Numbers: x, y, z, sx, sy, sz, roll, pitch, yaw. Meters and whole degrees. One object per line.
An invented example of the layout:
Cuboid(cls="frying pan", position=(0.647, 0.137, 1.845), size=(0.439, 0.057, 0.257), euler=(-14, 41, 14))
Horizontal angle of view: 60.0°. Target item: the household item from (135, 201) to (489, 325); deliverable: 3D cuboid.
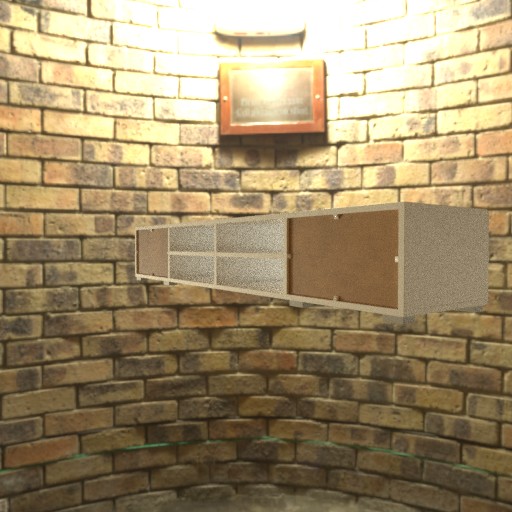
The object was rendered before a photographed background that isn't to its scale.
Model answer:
Cuboid(cls="household item", position=(0.000, 0.000, 1.980), size=(0.420, 0.310, 1.850), euler=(-1, 2, -36))
